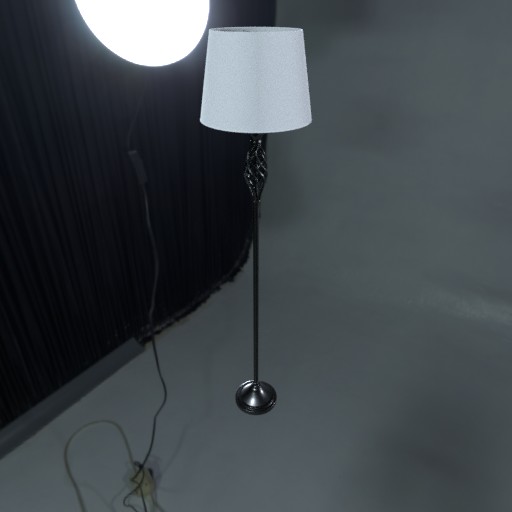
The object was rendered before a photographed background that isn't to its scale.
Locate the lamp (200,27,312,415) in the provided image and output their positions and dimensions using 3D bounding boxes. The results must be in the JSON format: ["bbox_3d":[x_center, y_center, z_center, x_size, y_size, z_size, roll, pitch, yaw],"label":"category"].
[{"bbox_3d":[0.000,0.000,1.780,0.379,1.623,0.379,0,30,0],"label":"lamp"}]
